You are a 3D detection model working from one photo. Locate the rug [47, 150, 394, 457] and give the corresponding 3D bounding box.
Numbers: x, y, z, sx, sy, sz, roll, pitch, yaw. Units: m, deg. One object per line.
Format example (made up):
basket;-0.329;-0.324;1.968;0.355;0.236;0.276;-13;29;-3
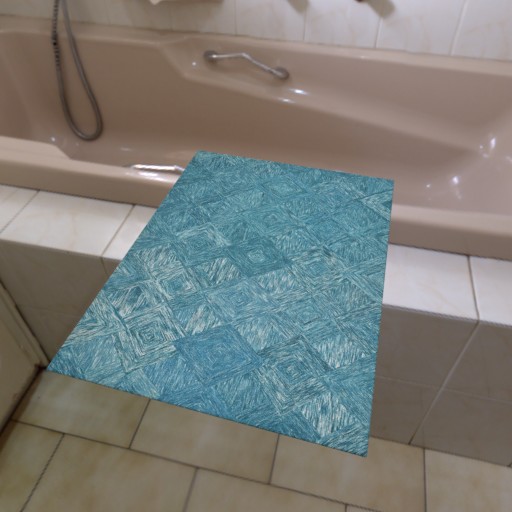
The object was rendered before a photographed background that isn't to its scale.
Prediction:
rug;0.000;0.000;4.229;2.405;0.027;3.217;11;46;11
